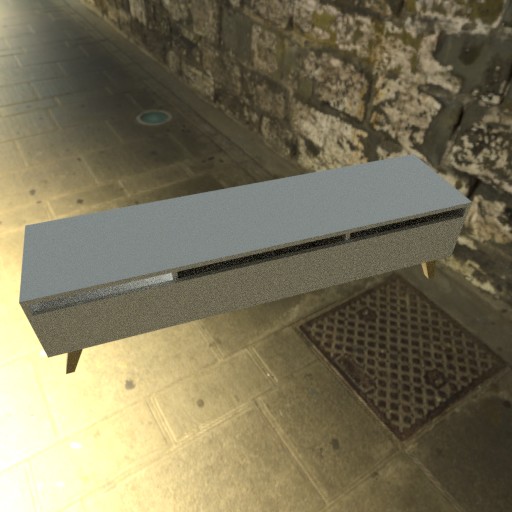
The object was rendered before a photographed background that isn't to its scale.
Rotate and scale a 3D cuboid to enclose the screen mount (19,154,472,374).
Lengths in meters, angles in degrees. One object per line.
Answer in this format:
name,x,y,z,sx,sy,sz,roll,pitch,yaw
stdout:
screen mount,0.000,0.000,1.817,1.644,0.432,0.399,-13,43,-14
